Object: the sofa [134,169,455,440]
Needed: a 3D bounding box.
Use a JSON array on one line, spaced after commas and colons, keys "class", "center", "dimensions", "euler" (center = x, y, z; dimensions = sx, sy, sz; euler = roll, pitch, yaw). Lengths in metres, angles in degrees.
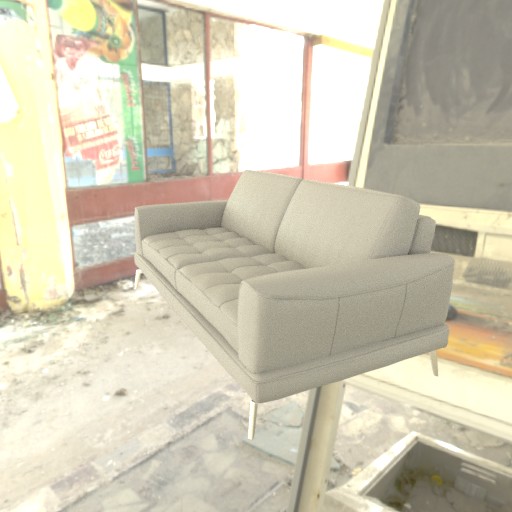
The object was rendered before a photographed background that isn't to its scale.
[{"class": "sofa", "center": [0.000, 0.000, 2.776], "dimensions": [1.121, 0.930, 2.177], "euler": [-8, 18, -26]}]
